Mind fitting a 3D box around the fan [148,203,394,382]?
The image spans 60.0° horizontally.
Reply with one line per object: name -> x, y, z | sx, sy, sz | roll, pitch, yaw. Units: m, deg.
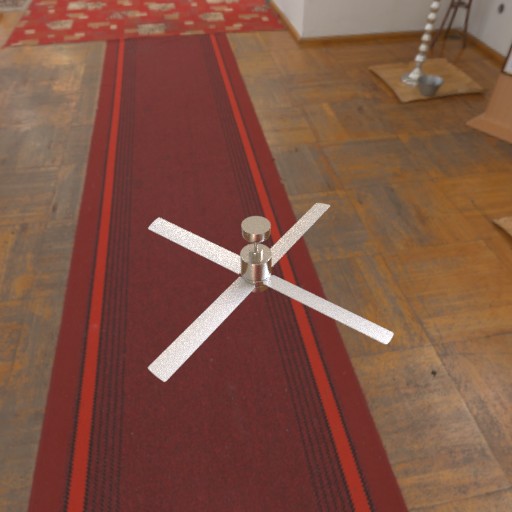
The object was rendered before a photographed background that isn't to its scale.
fan -> 0.000, 0.000, 1.983 | 1.322, 0.355, 1.322 | 25, 48, 25
